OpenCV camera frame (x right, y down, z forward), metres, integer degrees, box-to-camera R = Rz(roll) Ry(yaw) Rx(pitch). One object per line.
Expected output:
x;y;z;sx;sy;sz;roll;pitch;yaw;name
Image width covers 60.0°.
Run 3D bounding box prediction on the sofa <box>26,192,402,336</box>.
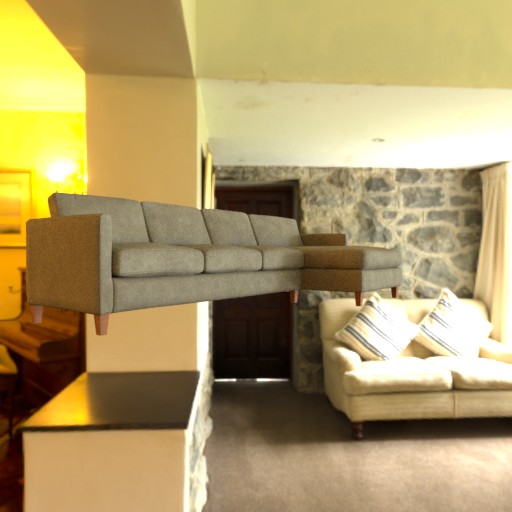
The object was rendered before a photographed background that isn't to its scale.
0.000;0.000;4.081;1.604;0.950;3.471;0;0;37;sofa
